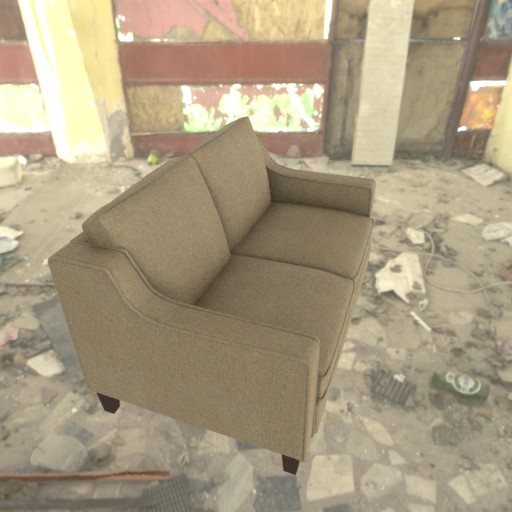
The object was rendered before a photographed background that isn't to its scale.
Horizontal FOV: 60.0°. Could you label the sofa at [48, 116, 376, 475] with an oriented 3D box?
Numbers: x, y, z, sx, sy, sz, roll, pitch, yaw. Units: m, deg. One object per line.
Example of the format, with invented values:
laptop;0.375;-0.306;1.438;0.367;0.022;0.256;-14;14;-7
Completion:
sofa;0.000;0.000;2.145;0.985;0.981;1.503;11;34;17
